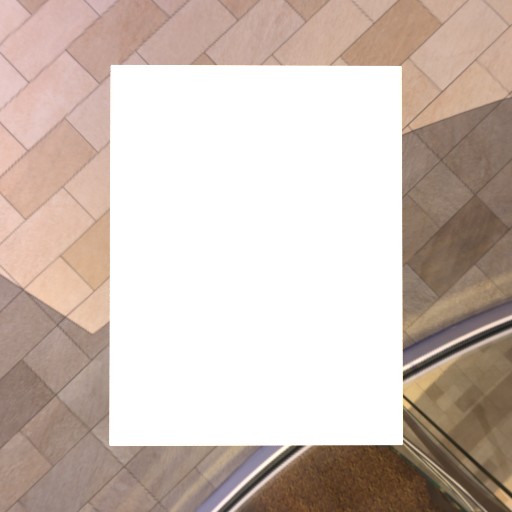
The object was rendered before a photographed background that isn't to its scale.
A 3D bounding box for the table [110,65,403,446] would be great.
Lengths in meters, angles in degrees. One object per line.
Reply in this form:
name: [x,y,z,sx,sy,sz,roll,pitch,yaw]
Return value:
table: [0.000,0.000,0.781,0.399,0.357,0.517,0,89,0]
